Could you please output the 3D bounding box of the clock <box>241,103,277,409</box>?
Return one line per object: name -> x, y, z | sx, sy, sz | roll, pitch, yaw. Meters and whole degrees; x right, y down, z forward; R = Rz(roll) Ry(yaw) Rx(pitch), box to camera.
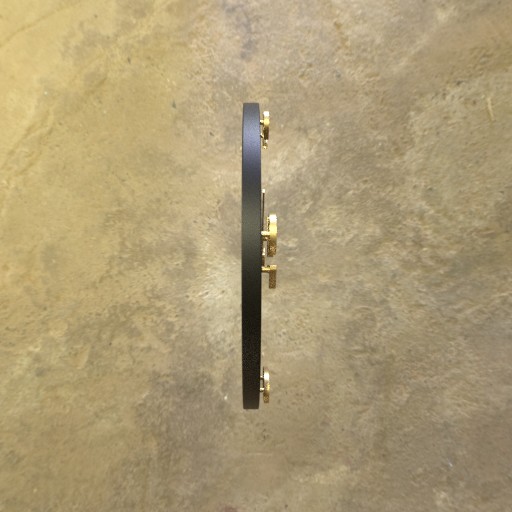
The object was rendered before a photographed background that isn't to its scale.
clock -> 0.000, 0.000, 0.694 | 0.038, 0.454, 0.454 | 0, 89, -1
